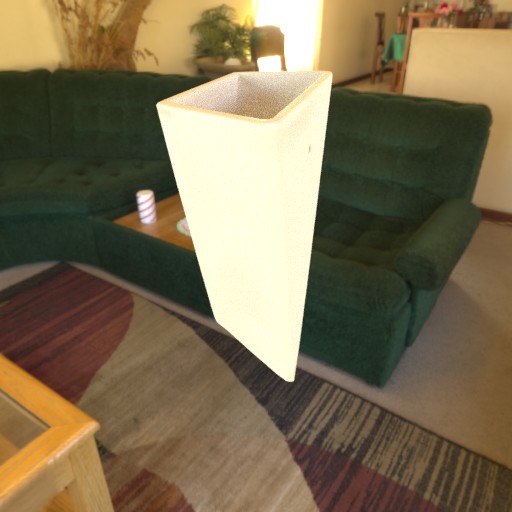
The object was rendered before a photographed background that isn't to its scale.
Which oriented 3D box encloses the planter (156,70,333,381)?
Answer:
[{"bbox_3d":[0.000,0.000,0.274,0.060,0.197,0.150,8,31,14],"label":"planter"}]
